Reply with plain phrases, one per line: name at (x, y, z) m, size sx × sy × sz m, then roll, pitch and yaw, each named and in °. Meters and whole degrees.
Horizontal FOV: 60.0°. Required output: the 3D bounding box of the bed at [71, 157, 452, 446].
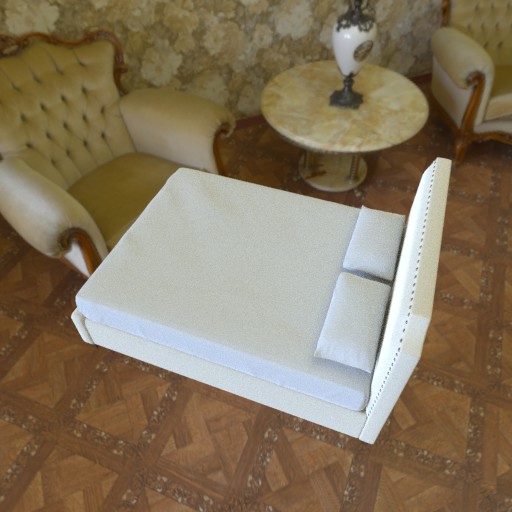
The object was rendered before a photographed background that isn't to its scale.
bed at (0.000, 0.000, 3.372) m, size 2.329 × 1.415 × 1.703 m, roll 15°, pitch 50°, yaw 14°
